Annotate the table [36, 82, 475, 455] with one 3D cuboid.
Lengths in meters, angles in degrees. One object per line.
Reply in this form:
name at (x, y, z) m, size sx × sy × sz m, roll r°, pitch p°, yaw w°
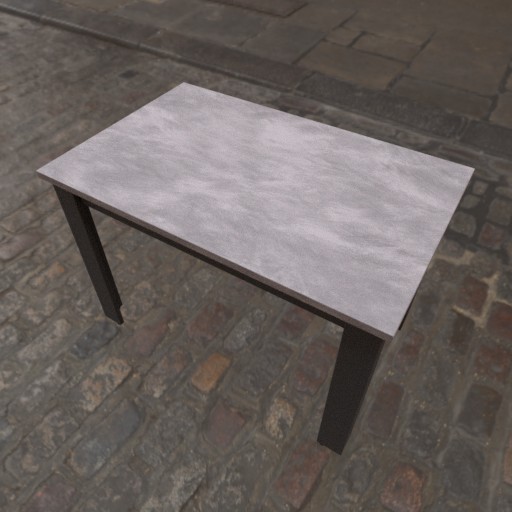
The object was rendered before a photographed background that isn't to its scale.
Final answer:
table at (0.000, 0.000, 1.577) m, size 1.100 × 0.734 × 0.700 m, roll 24°, pitch 50°, yaw 22°
